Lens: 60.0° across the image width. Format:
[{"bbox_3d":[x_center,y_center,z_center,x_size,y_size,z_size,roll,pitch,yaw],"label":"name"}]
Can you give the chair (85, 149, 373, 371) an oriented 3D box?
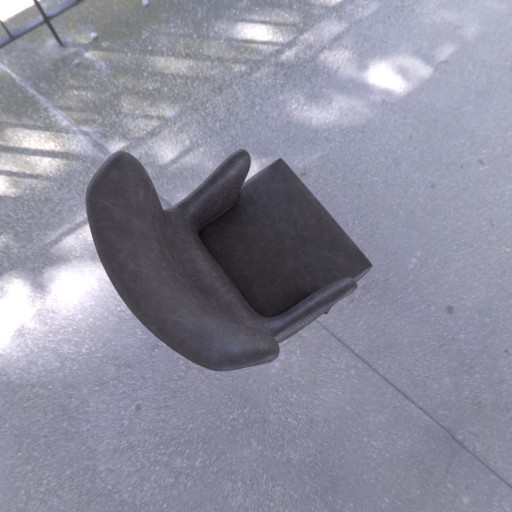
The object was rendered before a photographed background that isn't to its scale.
[{"bbox_3d":[0.000,0.000,1.465,0.717,1.037,0.594,-37,79,-9],"label":"chair"}]
